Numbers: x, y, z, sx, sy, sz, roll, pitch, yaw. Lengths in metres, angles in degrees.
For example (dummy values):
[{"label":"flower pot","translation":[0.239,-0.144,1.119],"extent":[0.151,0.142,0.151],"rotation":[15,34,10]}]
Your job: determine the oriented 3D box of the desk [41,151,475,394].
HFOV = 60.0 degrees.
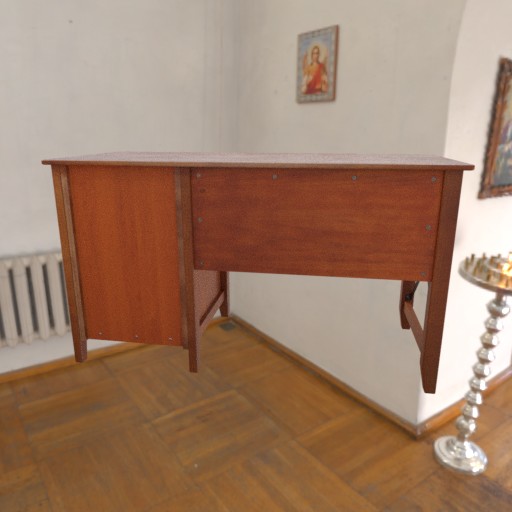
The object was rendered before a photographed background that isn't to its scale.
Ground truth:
[{"label":"desk","translation":[0.000,0.000,1.728],"extent":[1.353,0.756,0.574],"rotation":[3,16,9]}]
